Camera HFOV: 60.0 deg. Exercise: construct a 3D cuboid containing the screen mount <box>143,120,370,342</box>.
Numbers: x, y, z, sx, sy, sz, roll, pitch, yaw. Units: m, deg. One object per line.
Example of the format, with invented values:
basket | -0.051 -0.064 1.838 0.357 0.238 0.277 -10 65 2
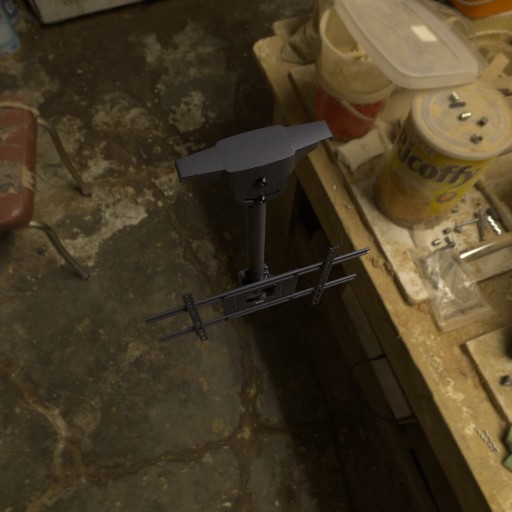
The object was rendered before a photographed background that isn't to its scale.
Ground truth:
screen mount | 0.000 0.000 1.048 0.595 0.775 0.090 -17 66 -8
